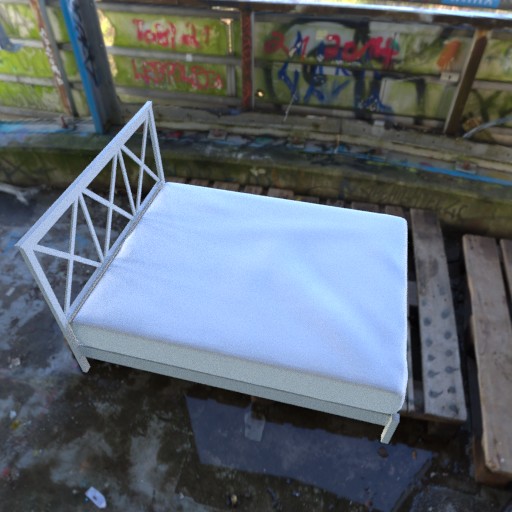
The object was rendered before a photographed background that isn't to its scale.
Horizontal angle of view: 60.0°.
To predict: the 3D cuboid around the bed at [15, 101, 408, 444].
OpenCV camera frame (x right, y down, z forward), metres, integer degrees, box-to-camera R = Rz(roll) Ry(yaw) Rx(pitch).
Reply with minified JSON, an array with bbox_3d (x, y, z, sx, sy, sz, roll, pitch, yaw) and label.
[{"bbox_3d":[0.000,0.000,3.106,2.135,1.253,1.673,10,46,10],"label":"bed"}]
